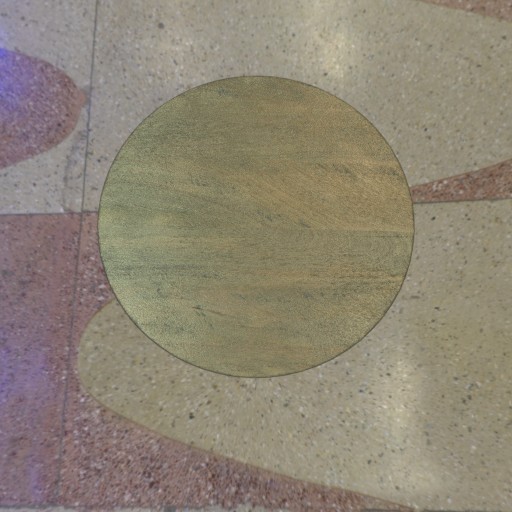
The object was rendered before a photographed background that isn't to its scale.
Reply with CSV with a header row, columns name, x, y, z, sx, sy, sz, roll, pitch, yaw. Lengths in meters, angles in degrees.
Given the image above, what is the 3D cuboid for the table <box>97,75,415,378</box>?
name,x,y,z,sx,sy,sz,roll,pitch,yaw
table,0.000,0.000,0.785,0.405,0.454,0.405,0,76,0
